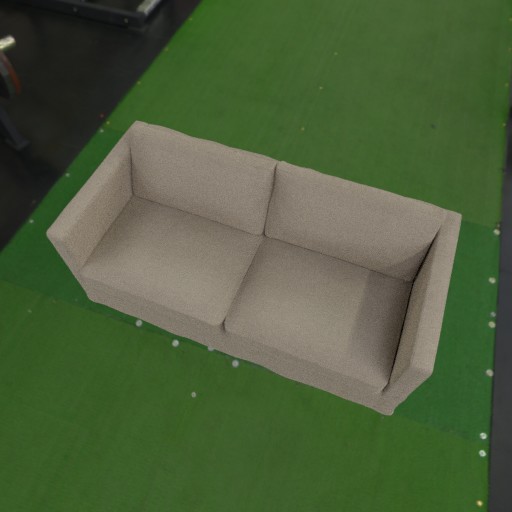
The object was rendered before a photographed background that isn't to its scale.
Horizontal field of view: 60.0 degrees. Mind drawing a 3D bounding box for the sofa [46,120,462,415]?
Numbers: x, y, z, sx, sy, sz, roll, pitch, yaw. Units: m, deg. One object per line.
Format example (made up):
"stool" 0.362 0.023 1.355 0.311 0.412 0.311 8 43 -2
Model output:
"sofa" 0.000 0.000 2.512 1.987 0.847 0.956 19 60 11
